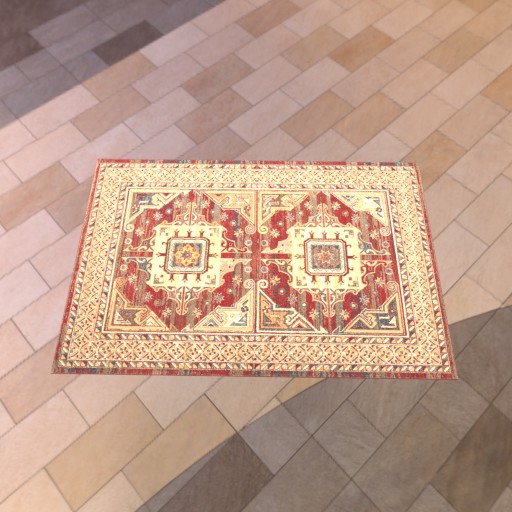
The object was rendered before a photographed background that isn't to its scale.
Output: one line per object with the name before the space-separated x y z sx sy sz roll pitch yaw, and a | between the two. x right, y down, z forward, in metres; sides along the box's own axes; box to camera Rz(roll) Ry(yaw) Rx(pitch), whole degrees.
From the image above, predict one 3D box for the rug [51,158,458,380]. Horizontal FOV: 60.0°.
rug | 0.000 0.000 5.659 4.578 0.033 3.033 1 64 0
